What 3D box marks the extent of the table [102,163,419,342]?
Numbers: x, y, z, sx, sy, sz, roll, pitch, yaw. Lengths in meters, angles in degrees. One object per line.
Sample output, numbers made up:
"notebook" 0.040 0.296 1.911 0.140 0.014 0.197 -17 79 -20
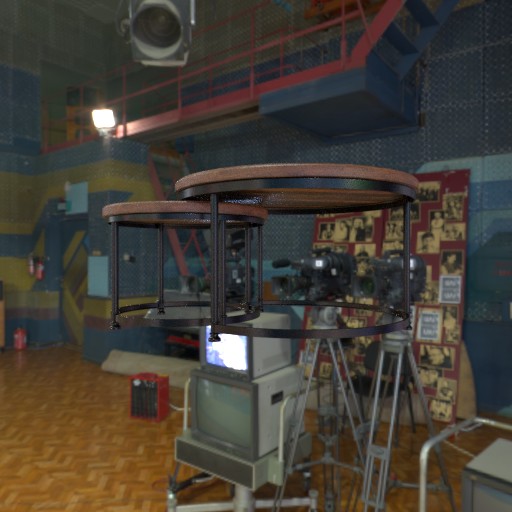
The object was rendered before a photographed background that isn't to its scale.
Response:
"table" 0.000 0.000 1.643 1.152 0.516 0.870 0 0 -1
